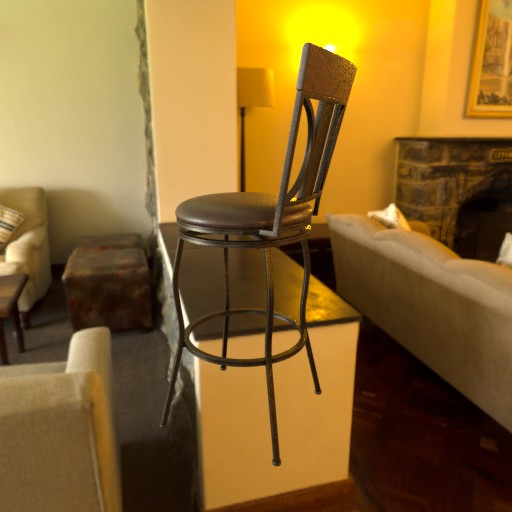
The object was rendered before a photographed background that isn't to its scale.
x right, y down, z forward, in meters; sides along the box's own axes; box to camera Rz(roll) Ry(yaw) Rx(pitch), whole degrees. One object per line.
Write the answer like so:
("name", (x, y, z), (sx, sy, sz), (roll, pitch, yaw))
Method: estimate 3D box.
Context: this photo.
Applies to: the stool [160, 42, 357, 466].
("stool", (0.000, 0.000, 1.398), (0.513, 1.130, 0.448), (7, 17, 24))
